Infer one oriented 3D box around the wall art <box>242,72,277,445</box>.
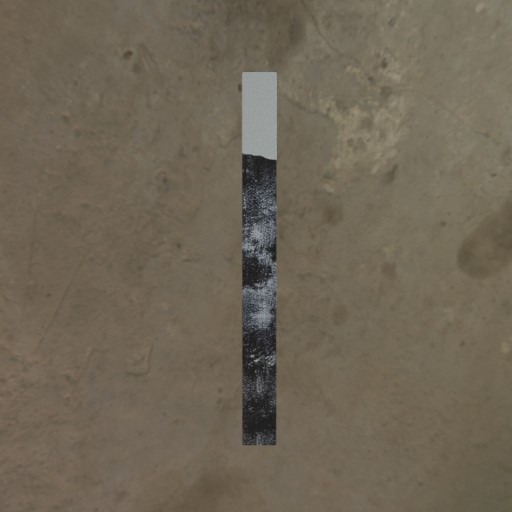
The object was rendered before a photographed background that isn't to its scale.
[{"bbox_3d":[0.000,0.000,0.787,0.039,0.610,0.407,0,91,0],"label":"wall art"}]
